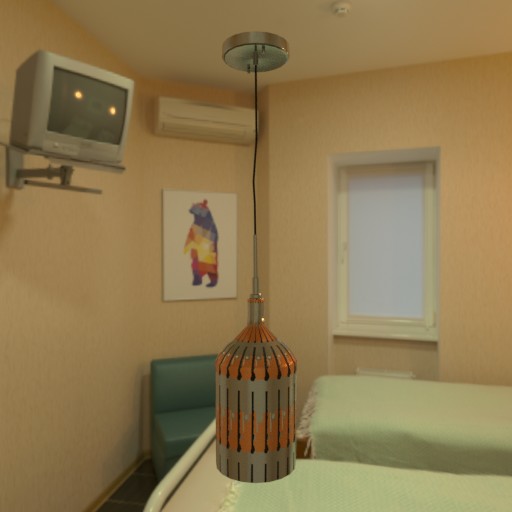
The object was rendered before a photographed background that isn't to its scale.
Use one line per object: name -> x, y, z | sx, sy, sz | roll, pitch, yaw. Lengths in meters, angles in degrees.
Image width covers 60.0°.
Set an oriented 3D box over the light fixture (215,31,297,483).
light fixture -> 0.000, 0.000, 1.643 | 0.303, 1.535, 0.303 | 0, 0, 0
